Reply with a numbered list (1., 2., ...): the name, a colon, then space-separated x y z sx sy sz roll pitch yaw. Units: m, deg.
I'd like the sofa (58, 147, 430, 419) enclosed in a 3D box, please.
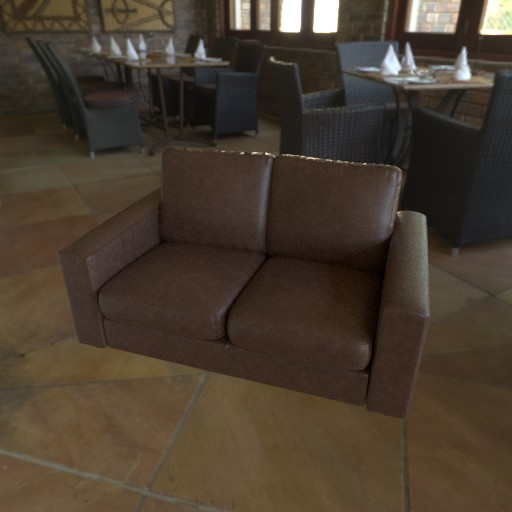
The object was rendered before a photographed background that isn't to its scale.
1. sofa: 0.000 0.000 2.244 1.616 0.873 1.016 9 29 16
